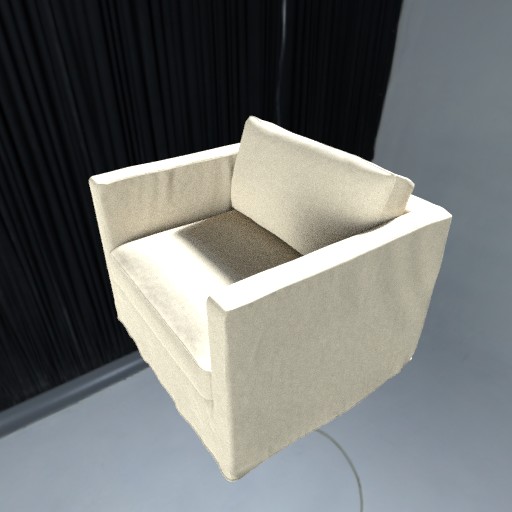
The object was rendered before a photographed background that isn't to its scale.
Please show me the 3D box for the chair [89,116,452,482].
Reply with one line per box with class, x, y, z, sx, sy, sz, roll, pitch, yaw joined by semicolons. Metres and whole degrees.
chair;0.000;0.000;1.766;0.949;0.867;1.057;-21;38;-29
